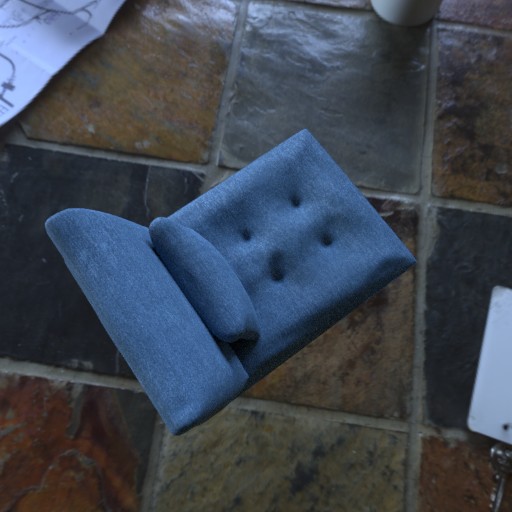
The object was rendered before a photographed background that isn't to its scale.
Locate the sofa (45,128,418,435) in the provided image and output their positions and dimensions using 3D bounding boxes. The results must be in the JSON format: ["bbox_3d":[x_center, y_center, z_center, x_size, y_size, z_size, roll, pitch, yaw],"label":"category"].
[{"bbox_3d":[0.000,0.000,1.539,1.000,0.820,0.700,-35,78,-9],"label":"sofa"}]
